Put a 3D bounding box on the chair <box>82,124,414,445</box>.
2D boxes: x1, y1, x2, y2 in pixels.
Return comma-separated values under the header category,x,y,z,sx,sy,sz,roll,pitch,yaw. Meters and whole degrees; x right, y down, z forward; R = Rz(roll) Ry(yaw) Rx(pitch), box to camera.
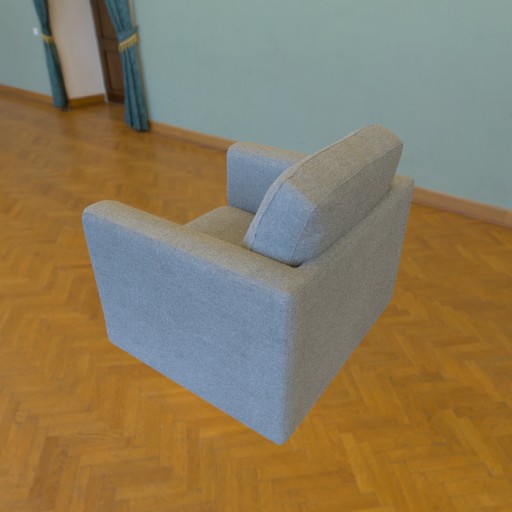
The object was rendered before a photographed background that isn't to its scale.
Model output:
category,x,y,z,sx,sy,sz,roll,pitch,yaw
chair,0.000,0.000,1.586,0.800,0.927,0.855,21,38,29
